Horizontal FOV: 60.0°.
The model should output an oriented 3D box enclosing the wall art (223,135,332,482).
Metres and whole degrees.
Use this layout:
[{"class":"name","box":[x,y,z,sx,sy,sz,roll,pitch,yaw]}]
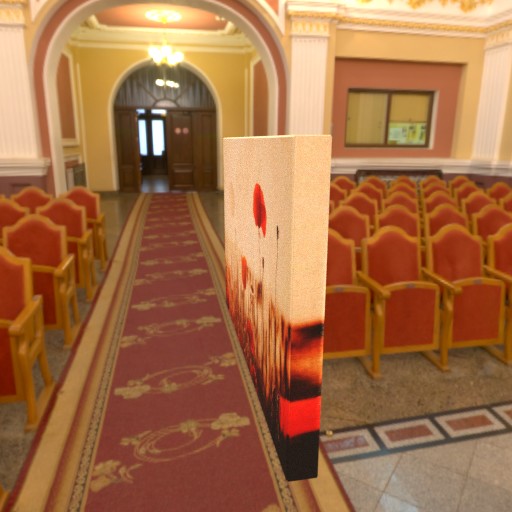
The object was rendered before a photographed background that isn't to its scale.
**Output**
[{"class":"wall art","box":[0.000,0.000,0.776,0.040,0.402,0.613,-3,15,-10]}]
